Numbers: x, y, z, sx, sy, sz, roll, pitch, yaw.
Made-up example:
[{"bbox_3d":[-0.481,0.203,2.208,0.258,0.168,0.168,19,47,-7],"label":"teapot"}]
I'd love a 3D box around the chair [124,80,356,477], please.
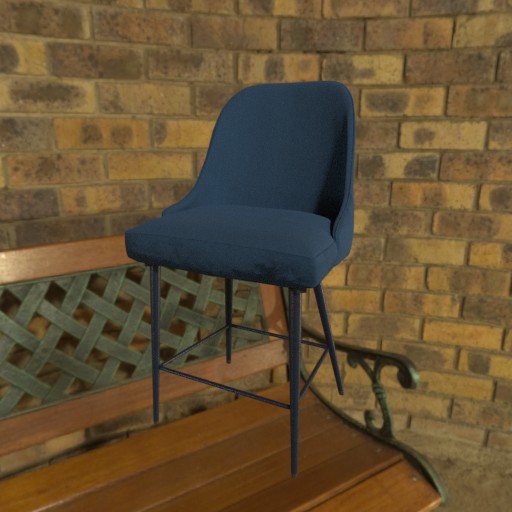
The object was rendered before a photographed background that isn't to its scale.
[{"bbox_3d":[0.000,0.000,1.207,0.526,0.927,0.489,8,18,27],"label":"chair"}]
